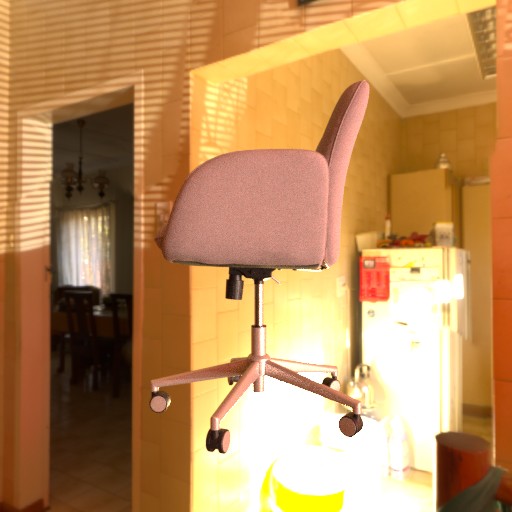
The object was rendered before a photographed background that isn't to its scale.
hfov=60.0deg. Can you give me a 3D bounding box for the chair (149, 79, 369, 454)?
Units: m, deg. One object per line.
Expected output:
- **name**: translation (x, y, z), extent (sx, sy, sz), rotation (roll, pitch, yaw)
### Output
- **chair**: translation (0.000, 0.000, 1.372), extent (0.654, 0.959, 0.648), rotation (0, -1, 1)
